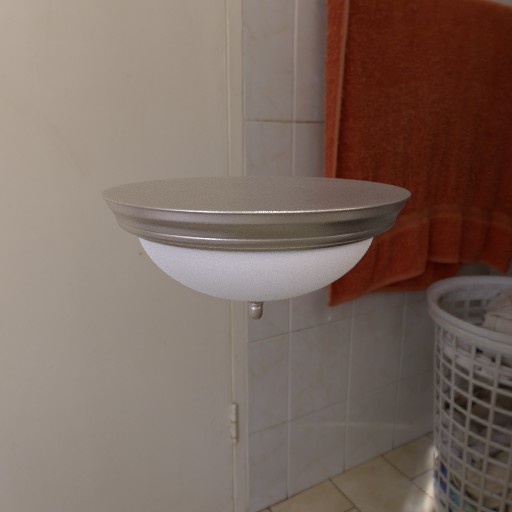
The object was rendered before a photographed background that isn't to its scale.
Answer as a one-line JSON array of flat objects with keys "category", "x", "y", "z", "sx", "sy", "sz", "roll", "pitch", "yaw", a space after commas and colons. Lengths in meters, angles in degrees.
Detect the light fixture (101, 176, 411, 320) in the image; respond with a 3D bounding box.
[{"category": "light fixture", "x": 0.000, "y": 0.000, "z": 0.439, "sx": 0.280, "sy": 0.135, "sz": 0.280, "roll": 0, "pitch": 15, "yaw": 0}]
